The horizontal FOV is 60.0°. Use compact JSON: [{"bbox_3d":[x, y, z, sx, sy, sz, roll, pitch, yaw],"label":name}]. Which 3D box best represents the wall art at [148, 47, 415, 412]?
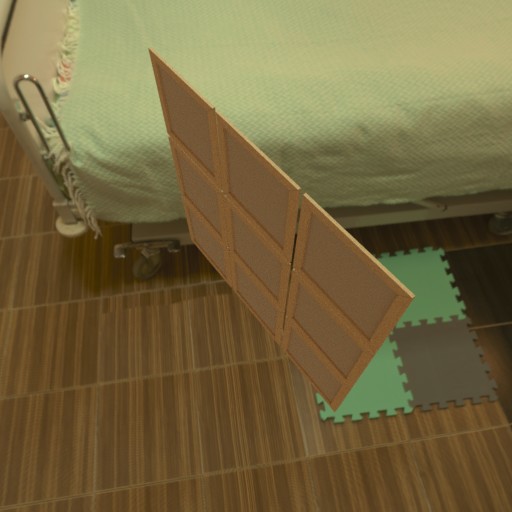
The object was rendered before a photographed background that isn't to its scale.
[{"bbox_3d":[0.000,0.000,2.253,0.014,1.507,1.519,-33,64,-19],"label":"wall art"}]
